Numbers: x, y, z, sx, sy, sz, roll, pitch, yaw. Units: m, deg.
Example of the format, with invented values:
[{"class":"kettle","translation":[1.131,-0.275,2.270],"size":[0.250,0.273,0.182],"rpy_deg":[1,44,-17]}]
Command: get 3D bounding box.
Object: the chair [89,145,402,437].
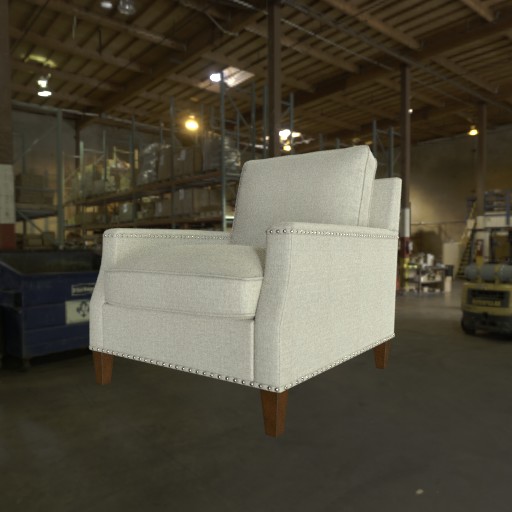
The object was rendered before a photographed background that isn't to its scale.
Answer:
[{"class":"chair","translation":[0.000,0.000,1.774],"size":[0.853,0.943,1.014],"rpy_deg":[1,1,36]}]
